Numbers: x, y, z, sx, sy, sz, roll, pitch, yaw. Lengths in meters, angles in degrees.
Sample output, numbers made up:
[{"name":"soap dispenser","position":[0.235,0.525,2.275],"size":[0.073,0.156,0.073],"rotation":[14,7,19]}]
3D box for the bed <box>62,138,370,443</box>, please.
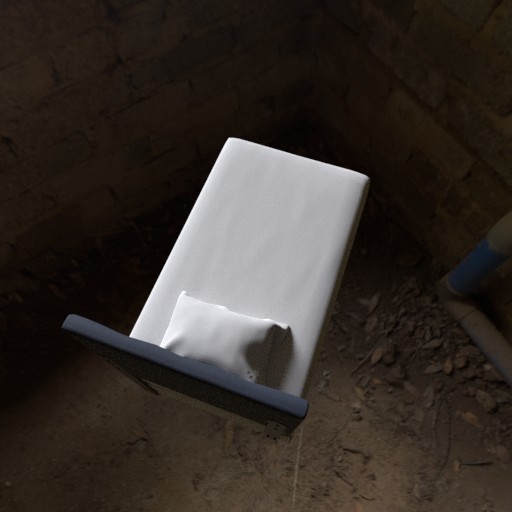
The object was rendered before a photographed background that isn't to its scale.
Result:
[{"name":"bed","position":[0.000,0.000,2.974],"size":[1.261,1.571,1.997],"rotation":[18,65,9]}]
